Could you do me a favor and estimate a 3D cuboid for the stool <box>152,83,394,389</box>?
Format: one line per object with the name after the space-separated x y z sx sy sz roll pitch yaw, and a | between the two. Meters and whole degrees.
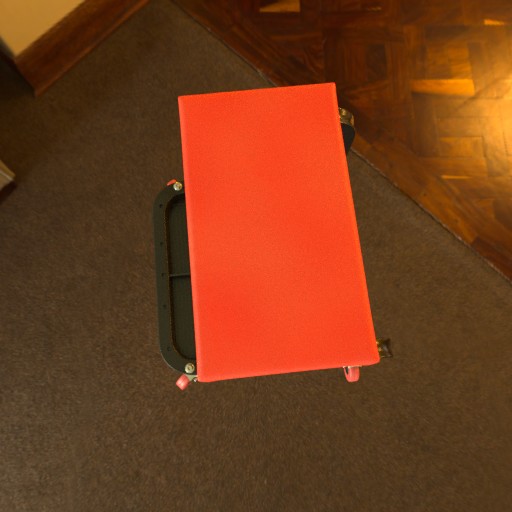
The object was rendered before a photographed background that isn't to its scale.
0.000 0.000 0.729 0.371 0.380 0.446 -6 77 -1 | stool
